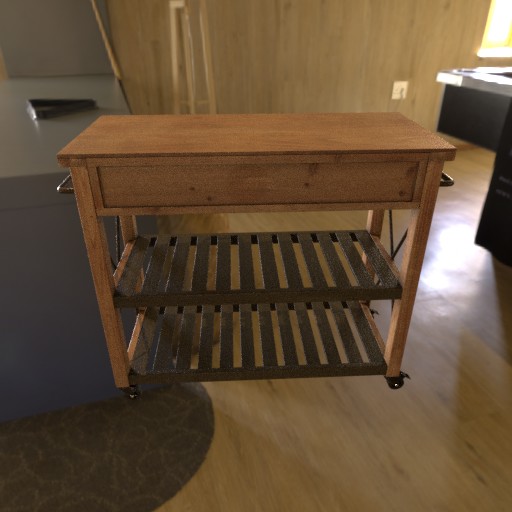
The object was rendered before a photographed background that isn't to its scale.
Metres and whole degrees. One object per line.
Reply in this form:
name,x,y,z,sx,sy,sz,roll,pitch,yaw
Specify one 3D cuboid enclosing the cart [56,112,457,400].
cart,0.000,0.000,0.977,0.686,0.554,0.298,-1,29,-3
